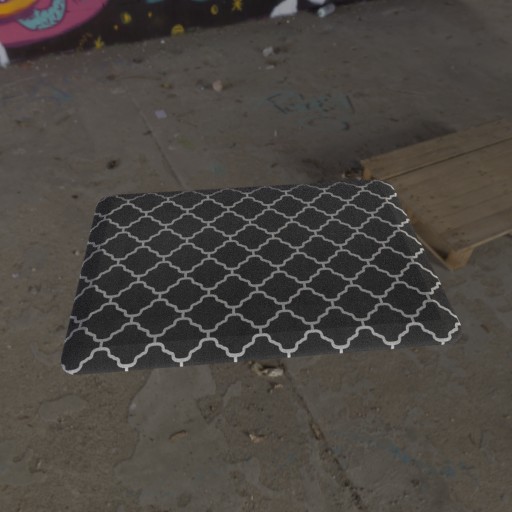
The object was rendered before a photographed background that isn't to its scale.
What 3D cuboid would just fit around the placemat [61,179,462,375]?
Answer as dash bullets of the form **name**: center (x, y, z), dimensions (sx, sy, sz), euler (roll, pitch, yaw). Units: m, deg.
- **placemat**: center (0.000, 0.000, 0.983), dimensions (0.762, 0.021, 0.508), euler (-4, 47, -4)
